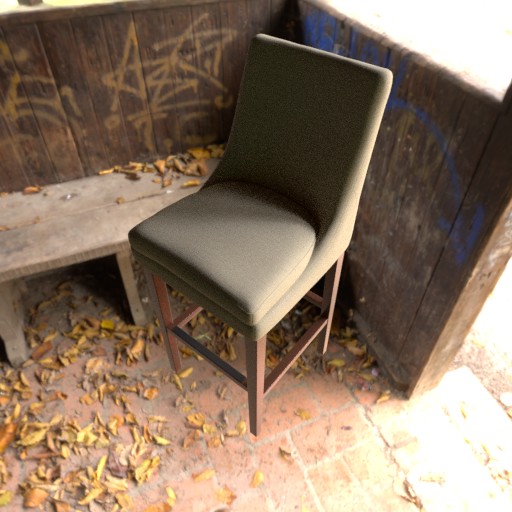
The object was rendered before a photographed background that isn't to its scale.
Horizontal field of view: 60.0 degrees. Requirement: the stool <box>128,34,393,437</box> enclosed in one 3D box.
[{"bbox_3d":[0.000,0.000,1.359,0.470,1.078,0.577,30,52,27],"label":"stool"}]
